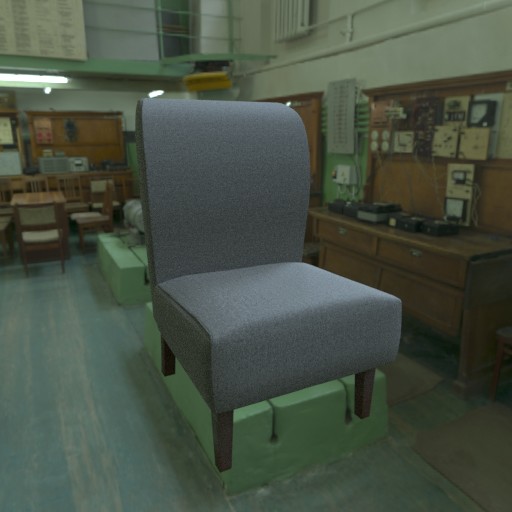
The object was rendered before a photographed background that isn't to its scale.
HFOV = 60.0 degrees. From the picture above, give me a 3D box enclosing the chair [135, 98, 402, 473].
[{"bbox_3d":[0.000,0.000,1.160,0.513,0.804,0.592,-8,17,-27],"label":"chair"}]
